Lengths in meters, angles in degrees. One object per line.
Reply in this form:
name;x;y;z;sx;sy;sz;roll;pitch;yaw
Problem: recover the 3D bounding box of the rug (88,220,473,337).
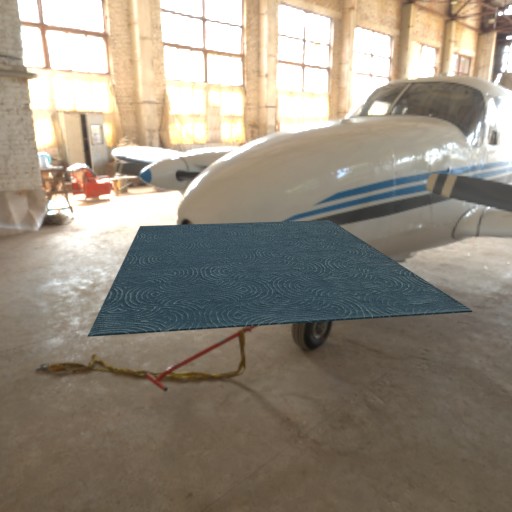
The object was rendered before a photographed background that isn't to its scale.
rug;0.000;0.000;4.184;2.432;0.012;3.033;-2;16;-8
